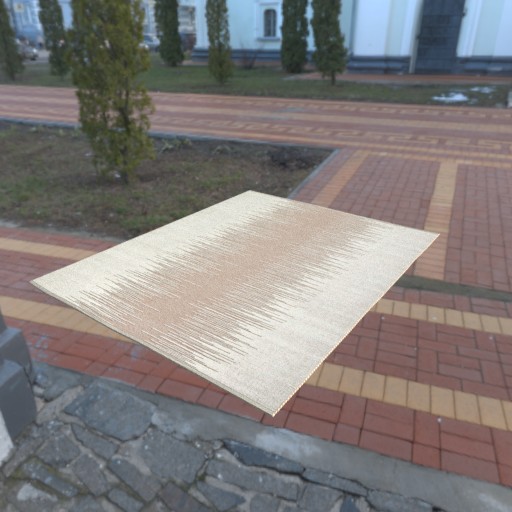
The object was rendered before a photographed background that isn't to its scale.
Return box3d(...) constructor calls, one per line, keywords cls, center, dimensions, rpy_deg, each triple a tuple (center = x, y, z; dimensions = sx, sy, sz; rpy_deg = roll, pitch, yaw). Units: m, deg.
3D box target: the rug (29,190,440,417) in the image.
box3d(cls="rug", center=(0.000, 0.000, 4.094), dimensions=(2.438, 0.013, 3.048), rpy_deg=(18, 32, 32))
